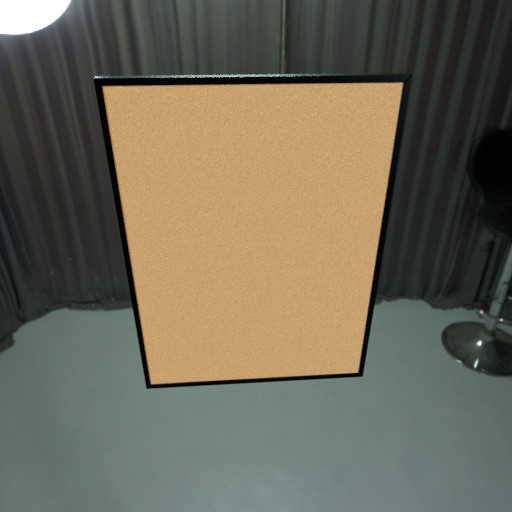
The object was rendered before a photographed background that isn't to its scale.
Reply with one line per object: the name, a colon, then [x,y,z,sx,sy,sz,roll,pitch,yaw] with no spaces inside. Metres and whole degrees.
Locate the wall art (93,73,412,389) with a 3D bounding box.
wall art: [0.000,0.000,1.395,0.805,1.062,0.040,-2,30,-4]
